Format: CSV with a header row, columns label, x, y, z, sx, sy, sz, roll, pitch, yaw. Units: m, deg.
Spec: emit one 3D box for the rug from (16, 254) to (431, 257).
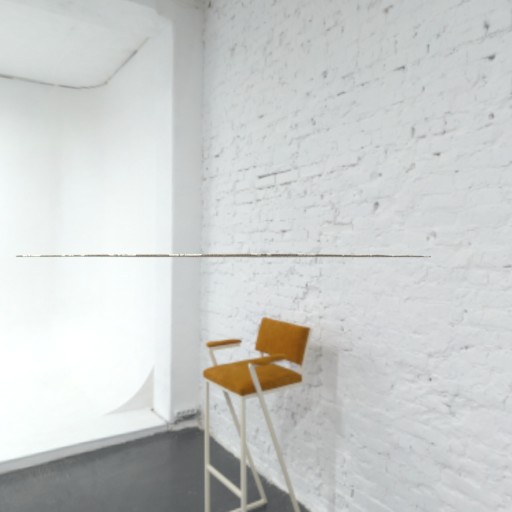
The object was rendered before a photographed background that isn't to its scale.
label,x,y,z,sx,sy,sz,roll,pitch,yaw
rug,0.000,0.000,4.320,2.441,0.020,3.419,0,0,35
